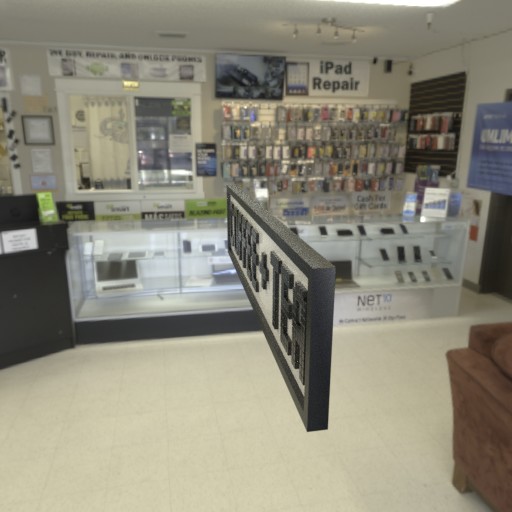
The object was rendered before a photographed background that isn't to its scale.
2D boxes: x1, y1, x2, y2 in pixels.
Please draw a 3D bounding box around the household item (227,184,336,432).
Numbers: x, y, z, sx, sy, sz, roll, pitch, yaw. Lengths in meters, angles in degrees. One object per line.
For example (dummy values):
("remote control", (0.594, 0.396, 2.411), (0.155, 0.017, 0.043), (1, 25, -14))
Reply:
("household item", (0.000, 0.000, 1.059), (0.030, 0.236, 1.001), (-3, 15, -9))
